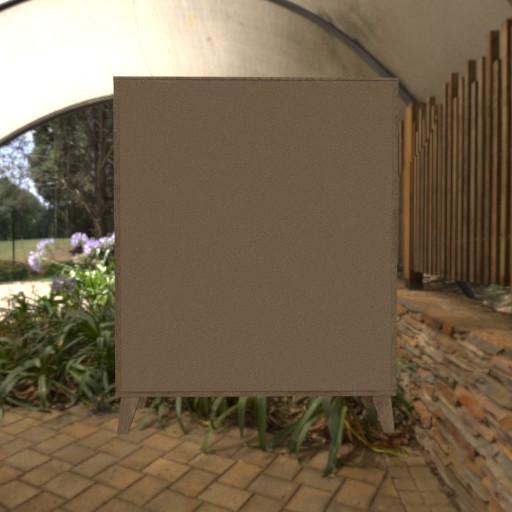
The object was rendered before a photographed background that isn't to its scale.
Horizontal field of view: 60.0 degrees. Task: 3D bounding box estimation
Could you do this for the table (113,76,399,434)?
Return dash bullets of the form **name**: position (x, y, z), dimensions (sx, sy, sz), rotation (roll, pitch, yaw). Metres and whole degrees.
- **table**: position (0.000, 0.000, 1.539), dimensions (0.902, 1.135, 0.256), rotation (0, 1, -1)
